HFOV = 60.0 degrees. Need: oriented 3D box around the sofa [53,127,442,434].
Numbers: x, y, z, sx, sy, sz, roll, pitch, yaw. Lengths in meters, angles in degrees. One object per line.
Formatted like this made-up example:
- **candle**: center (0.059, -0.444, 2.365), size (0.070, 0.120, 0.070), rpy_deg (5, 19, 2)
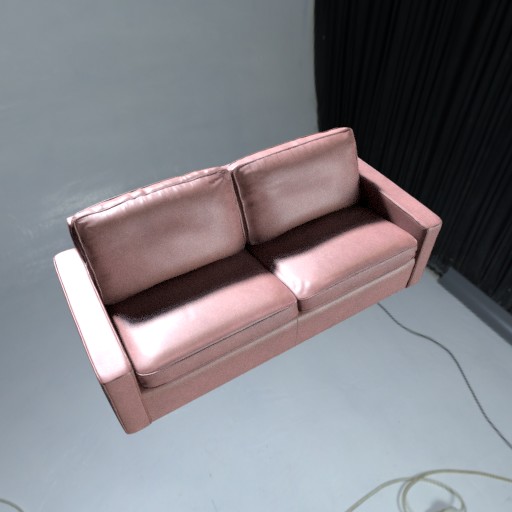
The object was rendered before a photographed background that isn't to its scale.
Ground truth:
- **sofa**: center (0.000, 0.000, 2.599), size (2.080, 0.919, 0.940), rpy_deg (-23, 50, -21)
